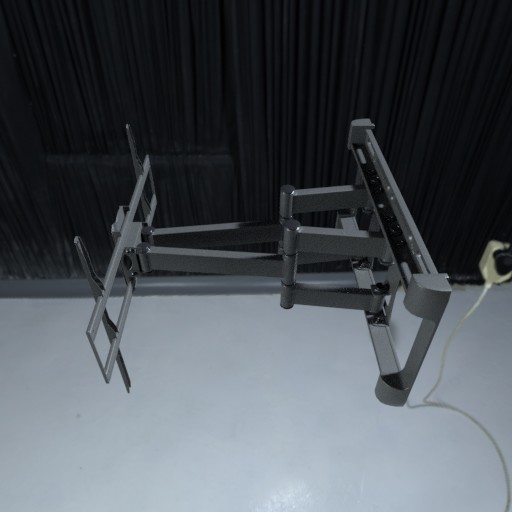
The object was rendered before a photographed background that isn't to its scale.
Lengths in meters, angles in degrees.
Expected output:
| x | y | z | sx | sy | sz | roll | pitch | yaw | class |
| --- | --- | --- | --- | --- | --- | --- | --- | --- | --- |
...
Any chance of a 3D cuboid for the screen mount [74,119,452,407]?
| x | y | z | sx | sy | sz | roll | pitch | yaw | class |
| --- | --- | --- | --- | --- | --- | --- | --- | --- | --- |
| 0.000 | 0.000 | 1.105 | 0.644 | 0.491 | 0.661 | -1 | 42 | -1 | screen mount |
